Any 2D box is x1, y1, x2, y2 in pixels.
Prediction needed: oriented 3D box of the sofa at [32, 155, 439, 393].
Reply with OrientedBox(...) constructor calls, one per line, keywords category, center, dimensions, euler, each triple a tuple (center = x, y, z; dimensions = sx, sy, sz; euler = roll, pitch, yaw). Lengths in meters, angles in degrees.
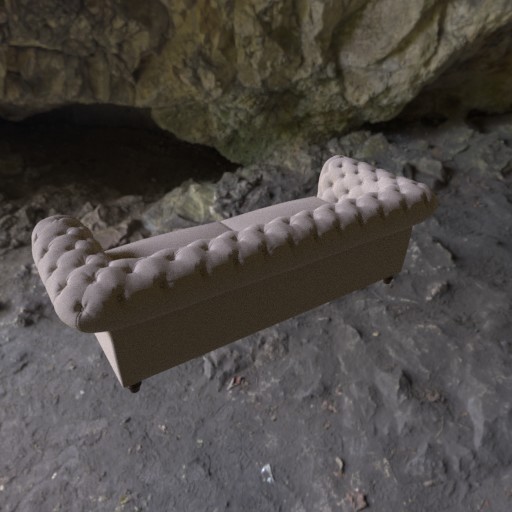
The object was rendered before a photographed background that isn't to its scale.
OrientedBox(category="sofa", center=(0.000, 0.000, 3.111), dimensions=(2.694, 0.847, 1.076), euler=(-18, 34, -28))
